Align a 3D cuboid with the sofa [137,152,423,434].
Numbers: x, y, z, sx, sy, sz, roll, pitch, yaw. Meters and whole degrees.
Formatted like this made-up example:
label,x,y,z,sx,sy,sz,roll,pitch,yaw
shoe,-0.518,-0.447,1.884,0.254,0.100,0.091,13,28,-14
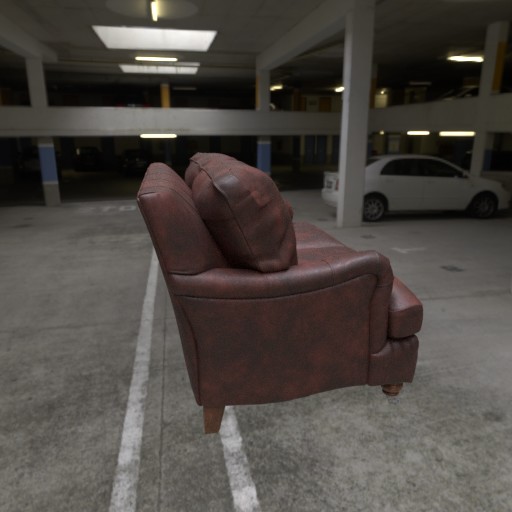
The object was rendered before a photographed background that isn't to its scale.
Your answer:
label,x,y,z,sx,sy,sz,roll,pitch,yaw
sofa,0.000,0.000,2.446,1.148,1.070,1.628,-3,16,-11
